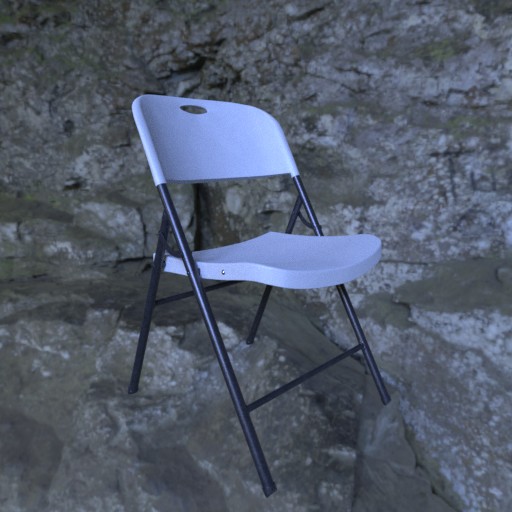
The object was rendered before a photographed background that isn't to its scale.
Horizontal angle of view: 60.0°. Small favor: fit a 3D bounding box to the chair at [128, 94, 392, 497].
[{"bbox_3d":[0.000,0.000,1.142,0.494,0.810,0.566,-13,19,-43],"label":"chair"}]
